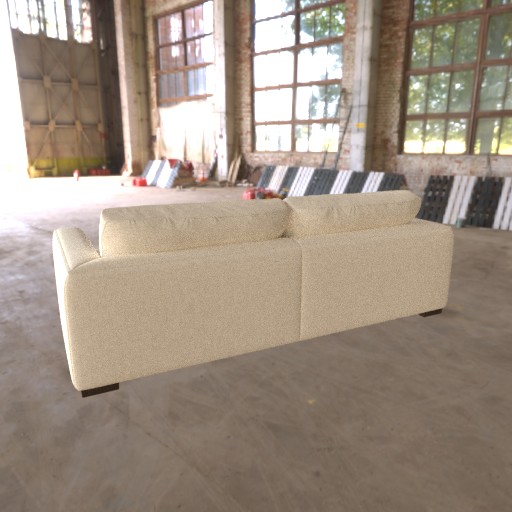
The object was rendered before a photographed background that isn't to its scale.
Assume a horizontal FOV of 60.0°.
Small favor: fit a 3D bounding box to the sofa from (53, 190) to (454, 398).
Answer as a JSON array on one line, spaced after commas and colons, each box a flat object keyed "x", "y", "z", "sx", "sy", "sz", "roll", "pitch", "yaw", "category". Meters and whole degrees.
[{"x": 0.000, "y": 0.000, "z": 2.739, "sx": 2.262, "sy": 0.801, "sz": 1.070, "roll": -7, "pitch": 16, "yaw": -26, "category": "sofa"}]
